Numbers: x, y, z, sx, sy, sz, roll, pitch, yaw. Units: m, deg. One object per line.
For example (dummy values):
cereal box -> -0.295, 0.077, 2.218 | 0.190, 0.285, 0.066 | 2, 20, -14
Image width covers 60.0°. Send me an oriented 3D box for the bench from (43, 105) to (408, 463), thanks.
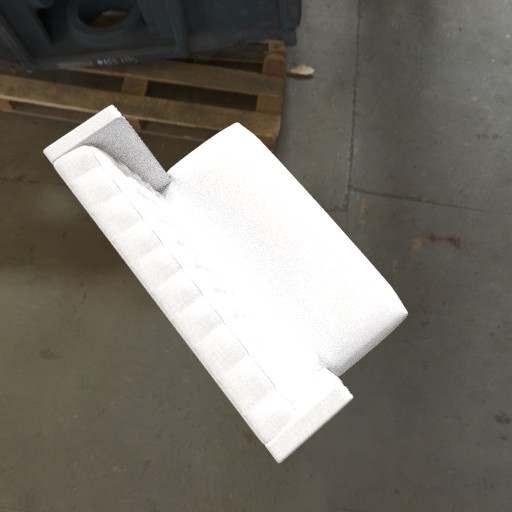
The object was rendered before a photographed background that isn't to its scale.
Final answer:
bench -> 0.000, 0.000, 1.971 | 0.847, 1.123, 1.280 | -38, 79, -9
